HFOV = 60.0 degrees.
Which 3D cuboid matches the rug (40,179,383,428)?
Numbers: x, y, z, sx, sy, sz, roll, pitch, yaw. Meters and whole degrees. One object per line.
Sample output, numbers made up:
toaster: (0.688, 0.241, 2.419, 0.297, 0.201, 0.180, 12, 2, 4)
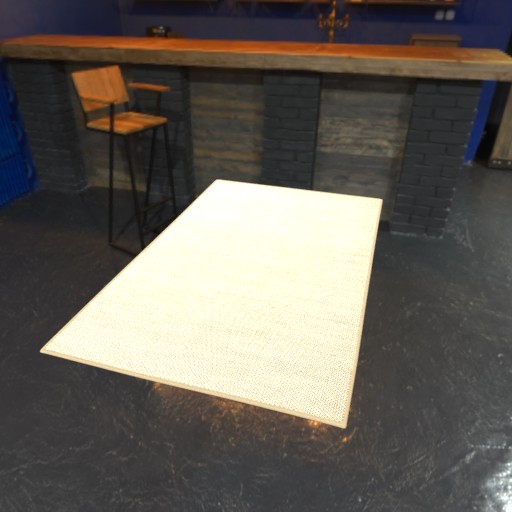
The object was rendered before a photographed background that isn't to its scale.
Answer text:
rug: (0.000, 0.000, 2.082, 1.062, 0.013, 1.667, 9, 33, 15)
